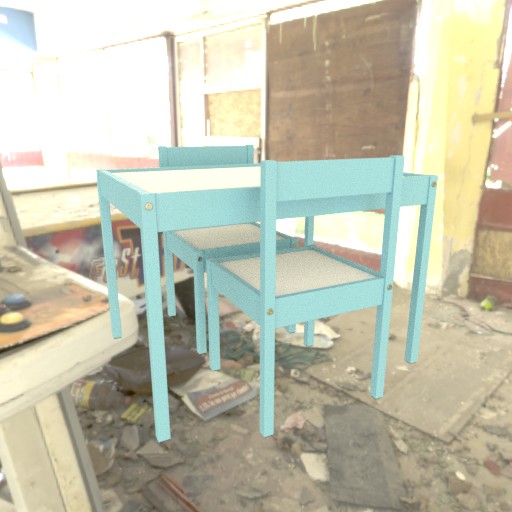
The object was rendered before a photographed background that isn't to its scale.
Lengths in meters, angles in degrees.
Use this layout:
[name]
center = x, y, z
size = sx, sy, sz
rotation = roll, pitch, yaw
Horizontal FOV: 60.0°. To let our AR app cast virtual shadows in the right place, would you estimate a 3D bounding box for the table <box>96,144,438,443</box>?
[table]
center = 0.000, 0.000, 1.079
size = 0.639, 0.503, 0.633
rotation = -8, 18, -26
